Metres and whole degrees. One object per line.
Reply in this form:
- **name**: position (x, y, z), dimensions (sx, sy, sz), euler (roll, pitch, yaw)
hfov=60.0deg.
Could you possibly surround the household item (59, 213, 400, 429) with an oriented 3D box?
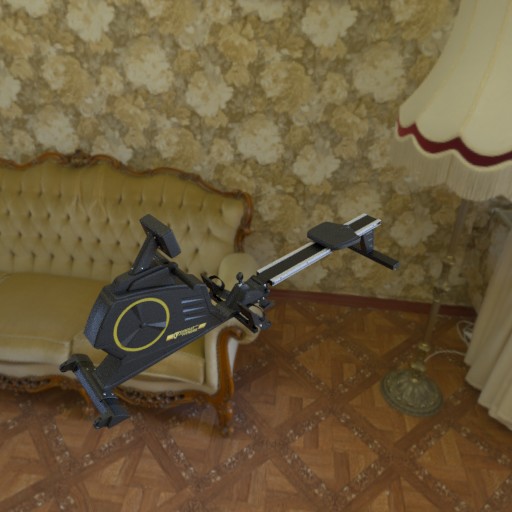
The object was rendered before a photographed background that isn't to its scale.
- **household item**: position (0.000, 0.000, 2.566), dimensions (2.251, 0.810, 0.521), euler (-23, 38, -33)
